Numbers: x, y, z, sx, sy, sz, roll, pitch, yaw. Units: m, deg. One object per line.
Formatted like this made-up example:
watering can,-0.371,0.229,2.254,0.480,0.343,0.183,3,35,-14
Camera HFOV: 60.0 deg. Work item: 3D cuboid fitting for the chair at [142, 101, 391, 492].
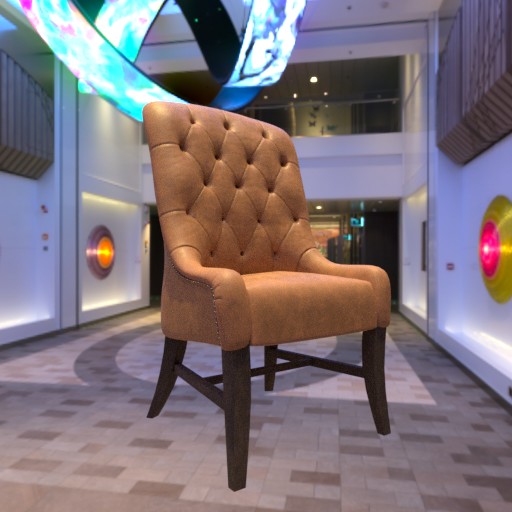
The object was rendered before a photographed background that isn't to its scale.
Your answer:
chair,0.000,0.000,1.443,0.634,1.091,0.629,0,0,-36
